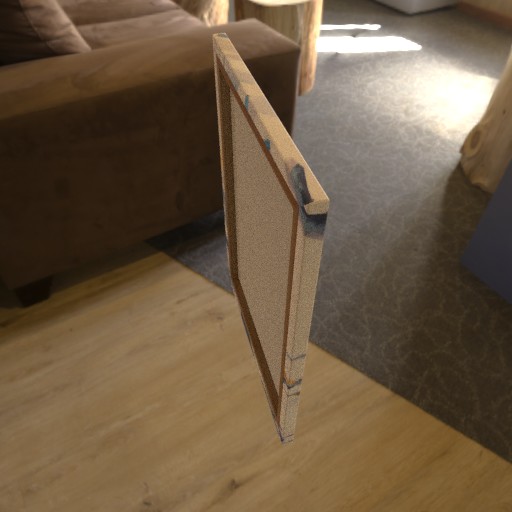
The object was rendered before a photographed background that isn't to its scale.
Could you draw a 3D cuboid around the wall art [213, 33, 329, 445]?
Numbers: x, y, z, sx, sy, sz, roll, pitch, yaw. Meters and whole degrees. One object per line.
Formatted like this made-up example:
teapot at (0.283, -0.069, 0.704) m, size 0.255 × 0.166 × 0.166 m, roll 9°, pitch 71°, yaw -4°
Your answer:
wall art at (0.000, 0.000, 1.335) m, size 0.038 × 1.015 × 0.761 m, roll -11°, pitch 47°, yaw -11°
